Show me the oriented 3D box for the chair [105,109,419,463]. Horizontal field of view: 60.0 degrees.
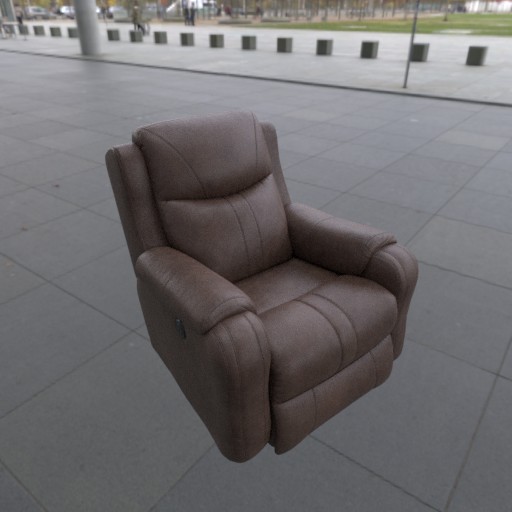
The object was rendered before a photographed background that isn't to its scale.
[{"bbox_3d":[0.000,0.000,1.808,0.940,0.990,1.067,-21,36,-32],"label":"chair"}]
